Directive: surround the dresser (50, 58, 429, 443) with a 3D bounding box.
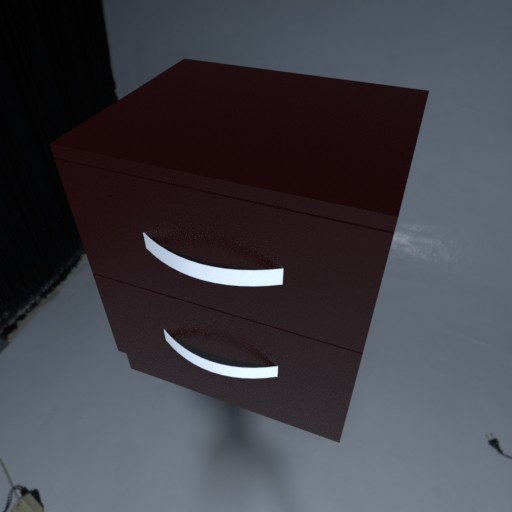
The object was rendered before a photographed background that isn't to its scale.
[{"bbox_3d":[0.000,0.000,0.726,0.400,0.470,0.360,14,43,16],"label":"dresser"}]
